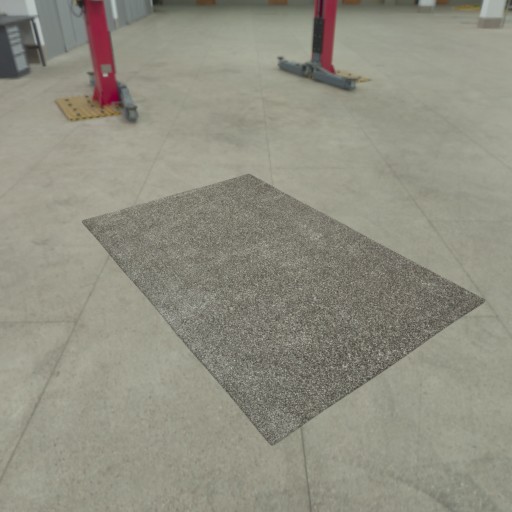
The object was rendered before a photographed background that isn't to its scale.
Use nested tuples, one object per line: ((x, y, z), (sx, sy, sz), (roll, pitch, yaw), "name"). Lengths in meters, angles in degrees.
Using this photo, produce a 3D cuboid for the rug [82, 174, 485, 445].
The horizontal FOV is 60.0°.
((0.000, 0.000, 3.407), (1.802, 0.026, 2.699), (-22, 39, -30), "rug")
